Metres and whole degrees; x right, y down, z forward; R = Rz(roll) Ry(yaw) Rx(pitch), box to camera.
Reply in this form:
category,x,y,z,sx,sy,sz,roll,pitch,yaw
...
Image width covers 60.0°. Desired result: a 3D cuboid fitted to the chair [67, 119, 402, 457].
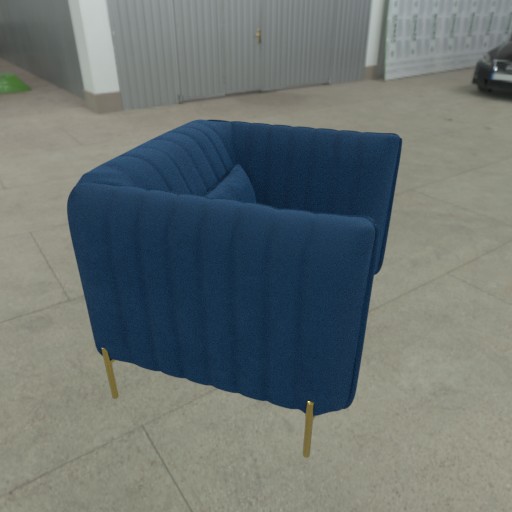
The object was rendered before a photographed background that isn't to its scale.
category,x,y,z,sx,sy,sz,roll,pitch,yaw
chair,0.000,0.000,1.624,0.877,0.793,0.947,10,31,17
